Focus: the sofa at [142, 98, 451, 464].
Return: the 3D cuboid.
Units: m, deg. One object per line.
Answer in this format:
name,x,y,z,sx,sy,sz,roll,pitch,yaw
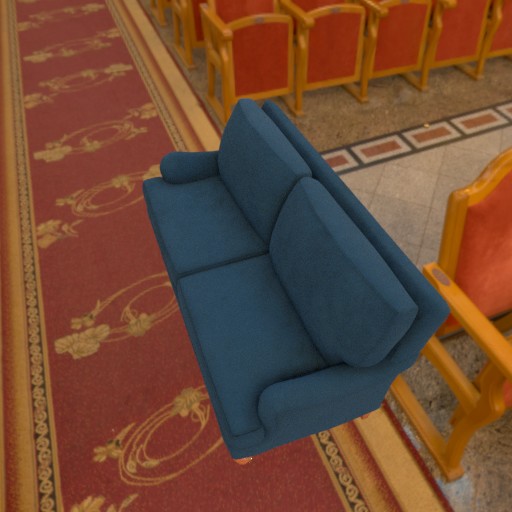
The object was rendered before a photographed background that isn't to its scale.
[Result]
sofa,0.000,0.000,2.808,1.084,1.101,2.141,-16,49,-14
